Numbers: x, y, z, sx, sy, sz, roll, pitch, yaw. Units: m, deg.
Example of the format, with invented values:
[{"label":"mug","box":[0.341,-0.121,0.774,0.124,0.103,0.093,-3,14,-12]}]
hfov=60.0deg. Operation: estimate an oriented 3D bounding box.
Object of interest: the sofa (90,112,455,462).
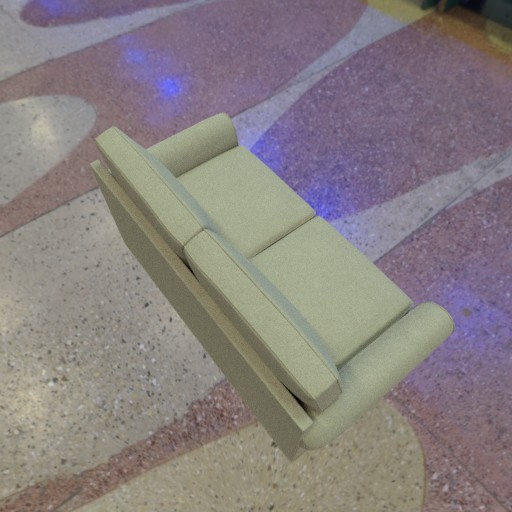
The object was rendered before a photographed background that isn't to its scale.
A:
[{"label":"sofa","box":[0.000,0.000,2.243,0.861,0.933,1.774,-33,63,-19]}]
